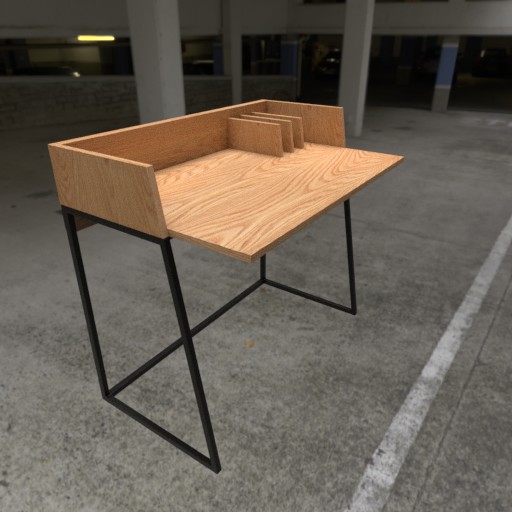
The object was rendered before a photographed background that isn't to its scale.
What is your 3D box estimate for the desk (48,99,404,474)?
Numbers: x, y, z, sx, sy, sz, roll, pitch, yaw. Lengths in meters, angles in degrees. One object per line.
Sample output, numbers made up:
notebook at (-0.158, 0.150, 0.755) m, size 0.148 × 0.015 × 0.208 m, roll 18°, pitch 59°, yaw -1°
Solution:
desk at (0.000, 0.000, 1.861) m, size 0.769 × 1.061 × 1.191 m, roll 18°, pitch 32°, yaw 31°
